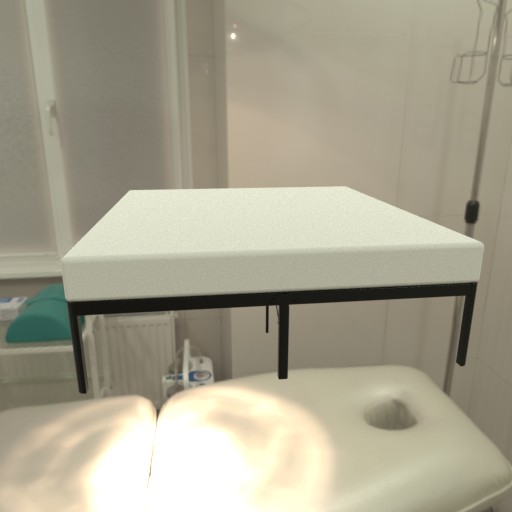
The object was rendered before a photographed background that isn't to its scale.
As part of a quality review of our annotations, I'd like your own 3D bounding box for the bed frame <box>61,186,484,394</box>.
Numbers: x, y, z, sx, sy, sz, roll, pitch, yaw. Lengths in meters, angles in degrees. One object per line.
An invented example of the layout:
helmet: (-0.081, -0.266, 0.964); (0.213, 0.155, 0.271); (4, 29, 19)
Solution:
bed frame: (0.000, 0.000, 3.062); (1.963, 0.659, 2.079); (-2, 17, -7)
